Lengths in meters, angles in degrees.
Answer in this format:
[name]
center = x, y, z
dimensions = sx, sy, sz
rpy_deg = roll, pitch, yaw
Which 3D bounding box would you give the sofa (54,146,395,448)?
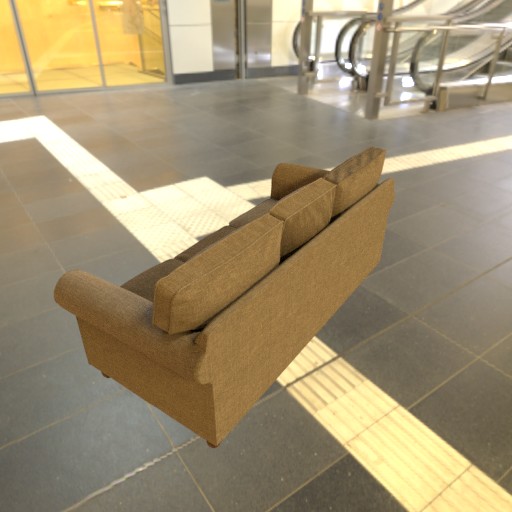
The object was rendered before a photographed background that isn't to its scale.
[sofa]
center = 0.000, 0.000, 2.645
dimensions = 0.916, 0.961, 2.084
rpy_deg = 20, 36, 30
